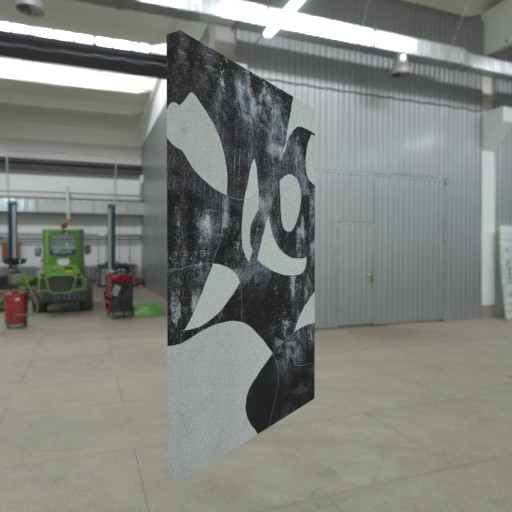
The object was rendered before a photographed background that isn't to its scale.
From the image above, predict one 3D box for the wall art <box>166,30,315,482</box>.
[{"bbox_3d":[0.000,0.000,1.159,0.041,0.915,0.610,1,1,34],"label":"wall art"}]
